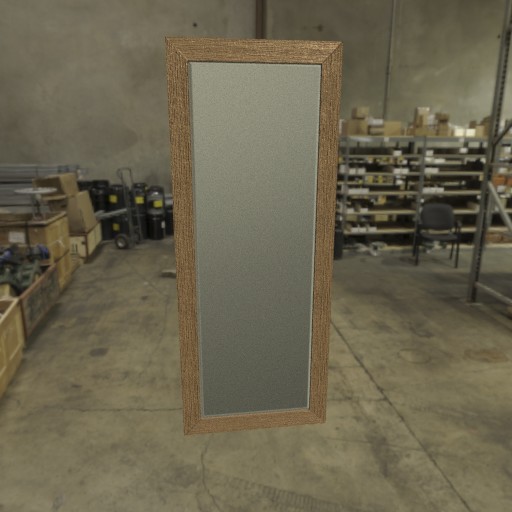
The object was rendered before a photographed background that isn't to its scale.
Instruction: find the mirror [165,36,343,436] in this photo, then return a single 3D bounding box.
[{"bbox_3d":[0.000,0.000,2.272,0.812,2.031,0.026,-2,15,-8],"label":"mirror"}]
